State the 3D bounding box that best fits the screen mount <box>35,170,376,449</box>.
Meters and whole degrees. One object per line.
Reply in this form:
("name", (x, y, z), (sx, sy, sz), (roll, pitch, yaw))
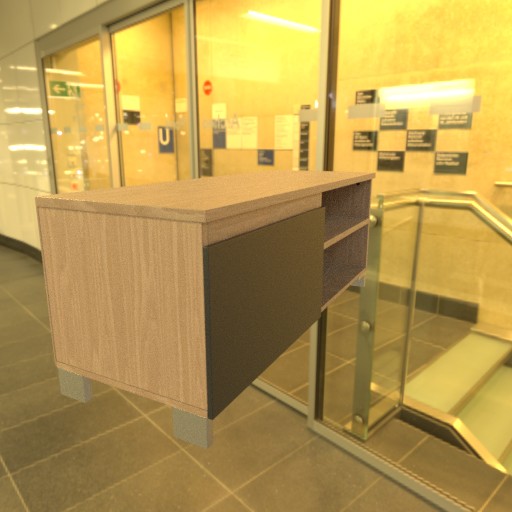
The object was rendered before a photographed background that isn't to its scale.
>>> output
("screen mount", (0.000, 0.000, 1.289), (0.406, 0.432, 1.084), (7, 16, 27))
